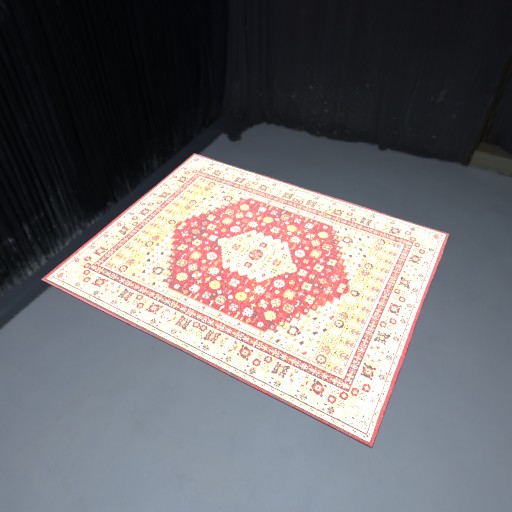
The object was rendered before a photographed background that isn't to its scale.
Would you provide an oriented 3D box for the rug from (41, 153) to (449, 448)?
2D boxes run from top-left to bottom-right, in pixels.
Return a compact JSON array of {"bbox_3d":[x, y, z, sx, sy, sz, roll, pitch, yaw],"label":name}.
[{"bbox_3d":[0.000,0.000,4.155,3.053,0.013,2.387,21,48,20],"label":"rug"}]
